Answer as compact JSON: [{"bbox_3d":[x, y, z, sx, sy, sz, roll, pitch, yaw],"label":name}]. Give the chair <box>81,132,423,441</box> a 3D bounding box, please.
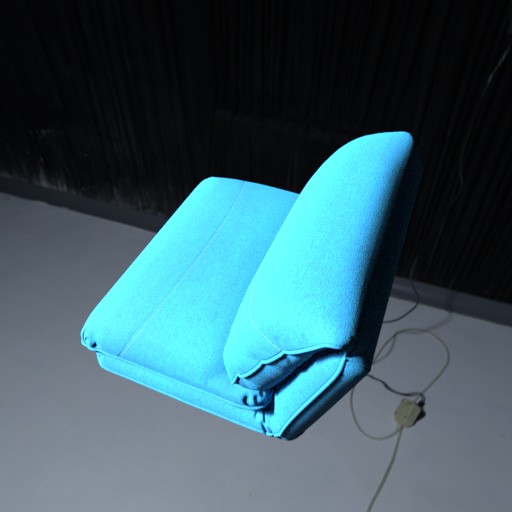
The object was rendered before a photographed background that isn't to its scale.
[{"bbox_3d":[0.000,0.000,1.322,0.780,0.580,0.820,16,48,16],"label":"chair"}]
